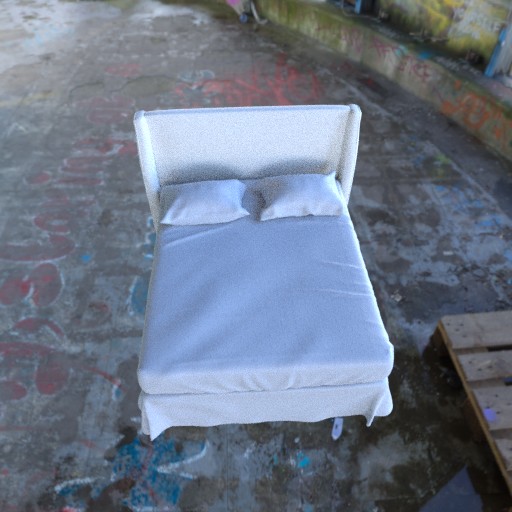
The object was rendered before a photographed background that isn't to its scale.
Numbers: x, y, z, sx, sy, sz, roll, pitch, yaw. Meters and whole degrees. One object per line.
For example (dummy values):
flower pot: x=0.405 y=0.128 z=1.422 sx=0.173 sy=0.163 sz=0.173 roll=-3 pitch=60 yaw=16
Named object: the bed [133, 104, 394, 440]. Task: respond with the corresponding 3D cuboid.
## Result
bed: x=0.000 y=0.000 z=3.468 sx=1.925 sy=1.332 sz=2.276 roll=-3 pitch=47 yaw=-2
